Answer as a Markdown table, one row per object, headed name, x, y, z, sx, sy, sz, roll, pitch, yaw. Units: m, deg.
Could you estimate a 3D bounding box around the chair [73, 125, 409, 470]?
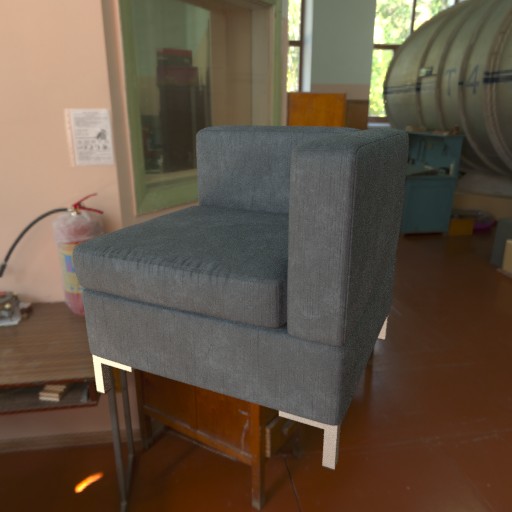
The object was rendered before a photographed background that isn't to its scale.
| name | x | y | z | sx | sy | sz | roll | pitch | yaw |
| --- | --- | --- | --- | --- | --- | --- | --- | --- | --- |
| chair | 0.000 | 0.000 | 1.197 | 0.680 | 0.660 | 0.680 | 8 | 20 | 24 |
